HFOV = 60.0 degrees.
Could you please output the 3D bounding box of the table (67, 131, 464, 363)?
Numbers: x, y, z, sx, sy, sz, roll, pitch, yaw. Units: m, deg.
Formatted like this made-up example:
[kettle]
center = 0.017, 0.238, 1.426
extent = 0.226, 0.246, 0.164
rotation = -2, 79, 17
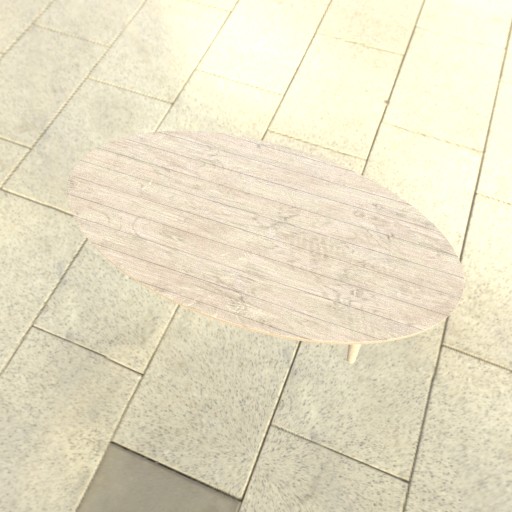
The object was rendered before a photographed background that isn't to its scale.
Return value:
[table]
center = 0.000, 0.000, 1.341
extent = 1.083, 0.390, 0.542
rotation = 18, 66, 8
